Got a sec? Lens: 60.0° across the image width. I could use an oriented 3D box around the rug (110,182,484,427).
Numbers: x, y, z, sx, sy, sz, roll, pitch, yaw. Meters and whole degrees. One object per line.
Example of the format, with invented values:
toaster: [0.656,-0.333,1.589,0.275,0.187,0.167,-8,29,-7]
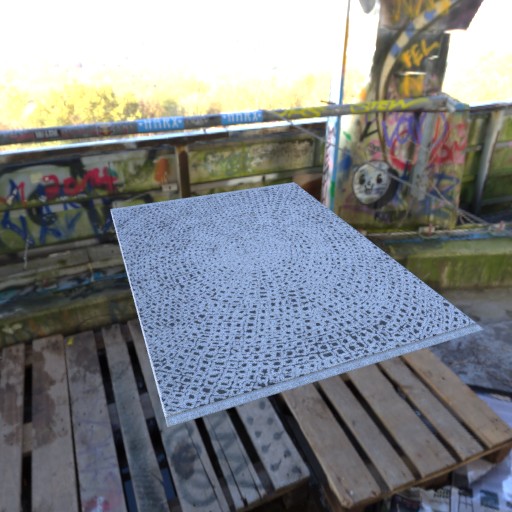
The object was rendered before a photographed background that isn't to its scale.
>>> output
rug: [0.000,0.000,2.124,1.190,0.003,1.634,-11,32,-18]
